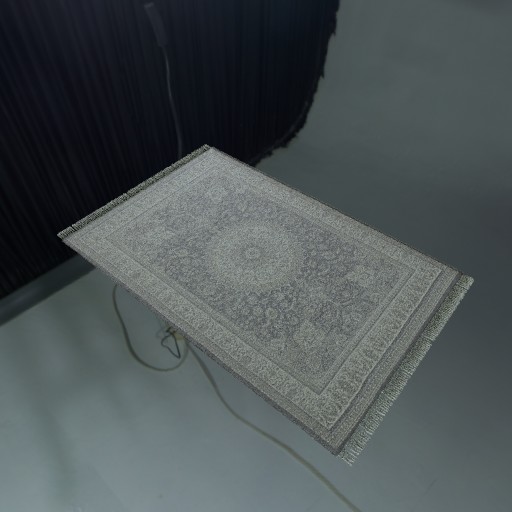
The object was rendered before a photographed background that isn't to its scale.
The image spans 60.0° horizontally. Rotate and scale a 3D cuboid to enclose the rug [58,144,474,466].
[{"bbox_3d":[0.000,0.000,3.015,2.440,0.010,1.528,32,54,26],"label":"rug"}]
